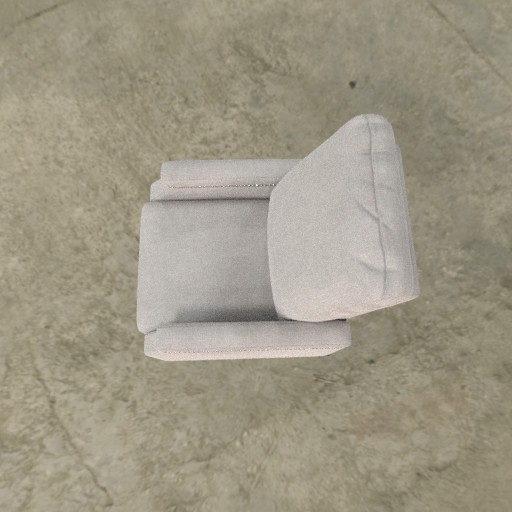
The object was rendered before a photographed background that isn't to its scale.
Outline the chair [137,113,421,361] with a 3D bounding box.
[{"bbox_3d":[0.000,0.000,1.671,0.922,1.049,0.710,-2,74,-1],"label":"chair"}]
